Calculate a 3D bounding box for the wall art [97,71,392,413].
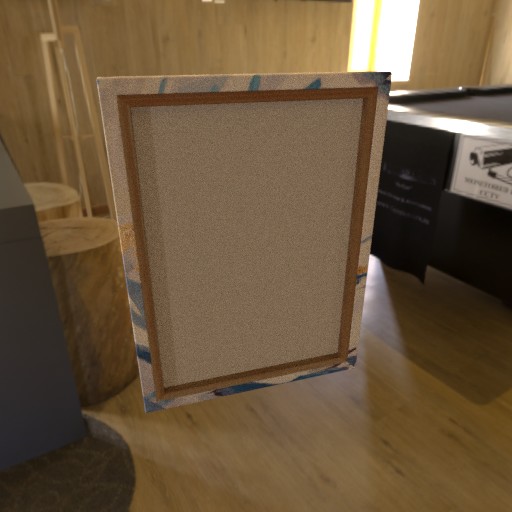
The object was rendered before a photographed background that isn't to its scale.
[{"bbox_3d":[0.000,0.000,1.334,0.761,1.015,0.038,-8,27,-15],"label":"wall art"}]
